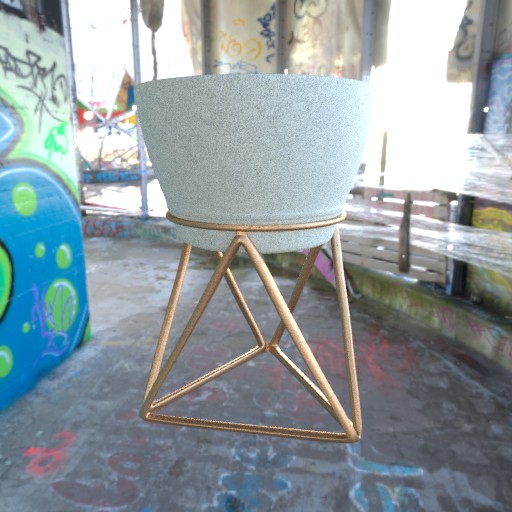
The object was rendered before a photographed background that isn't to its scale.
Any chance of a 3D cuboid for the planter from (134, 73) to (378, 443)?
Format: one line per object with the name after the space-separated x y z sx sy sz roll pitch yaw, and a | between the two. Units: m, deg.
0.000 0.000 0.719 0.350 0.504 0.350 2 15 9 | planter
